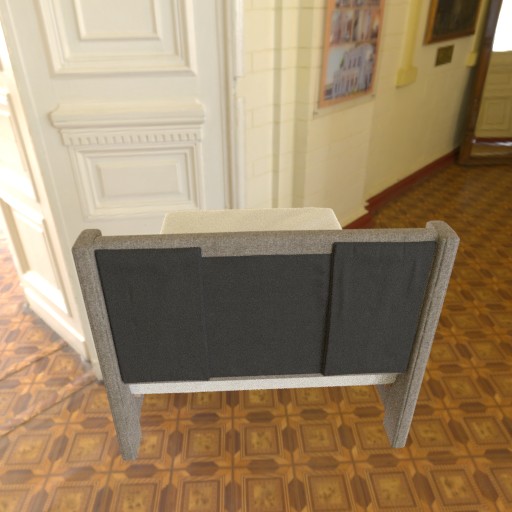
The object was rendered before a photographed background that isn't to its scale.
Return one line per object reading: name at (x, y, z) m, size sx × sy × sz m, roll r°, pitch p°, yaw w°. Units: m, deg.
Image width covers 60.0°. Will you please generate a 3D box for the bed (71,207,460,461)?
bed at (0.000, 0.000, 3.264) m, size 1.714 × 1.481 × 2.245 m, roll -2°, pitch 31°, yaw -3°
